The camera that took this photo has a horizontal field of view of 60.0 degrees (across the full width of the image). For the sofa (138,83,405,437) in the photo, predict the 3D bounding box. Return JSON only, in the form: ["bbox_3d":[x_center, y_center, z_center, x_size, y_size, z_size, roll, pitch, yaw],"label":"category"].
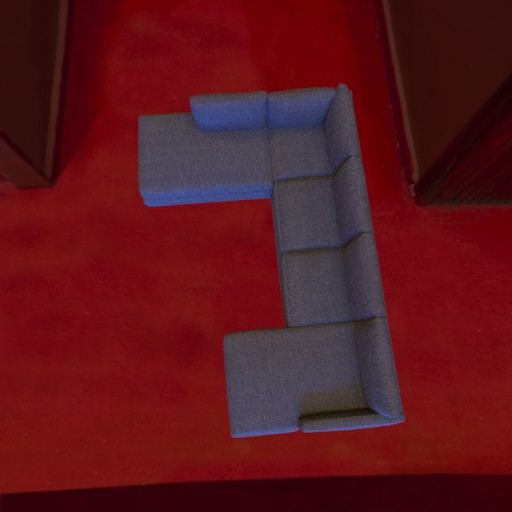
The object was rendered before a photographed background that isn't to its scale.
[{"bbox_3d":[0.000,0.000,3.593,1.879,0.753,2.737,-5,76,-1],"label":"sofa"}]
